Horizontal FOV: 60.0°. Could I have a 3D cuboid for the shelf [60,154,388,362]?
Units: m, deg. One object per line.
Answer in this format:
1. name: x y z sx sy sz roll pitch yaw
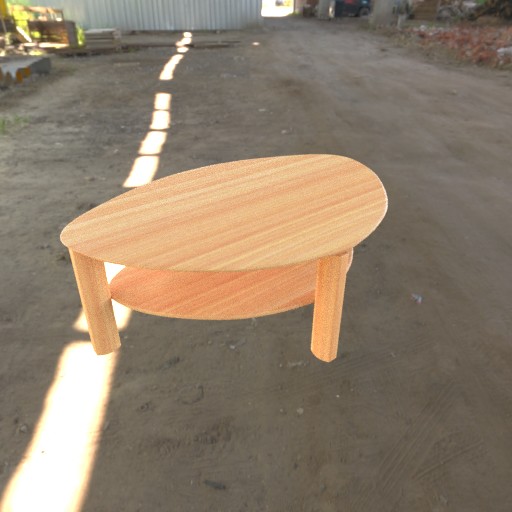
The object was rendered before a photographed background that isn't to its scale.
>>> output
1. shelf: 0.000 0.000 1.649 1.246 0.440 0.845 -22 37 -33
